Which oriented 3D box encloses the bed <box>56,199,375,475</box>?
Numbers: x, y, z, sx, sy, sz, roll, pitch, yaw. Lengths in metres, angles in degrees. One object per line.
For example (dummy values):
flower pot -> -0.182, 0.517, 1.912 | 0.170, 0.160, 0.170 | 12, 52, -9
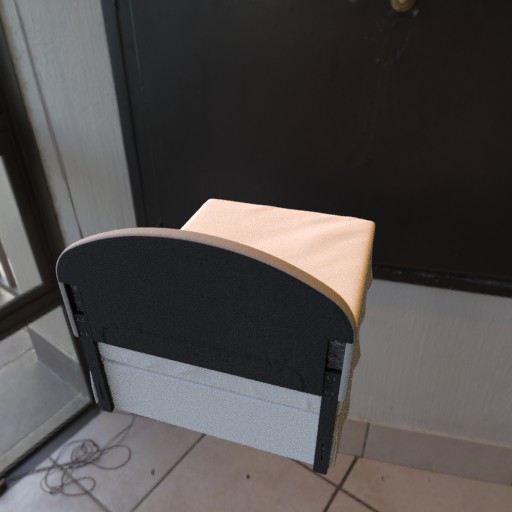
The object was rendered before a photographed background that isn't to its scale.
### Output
bed -> 0.000, 0.000, 3.064 | 1.607, 1.410, 2.005 | 10, 34, 15
